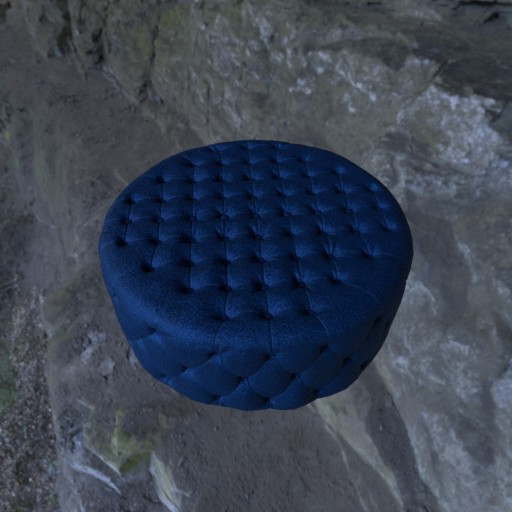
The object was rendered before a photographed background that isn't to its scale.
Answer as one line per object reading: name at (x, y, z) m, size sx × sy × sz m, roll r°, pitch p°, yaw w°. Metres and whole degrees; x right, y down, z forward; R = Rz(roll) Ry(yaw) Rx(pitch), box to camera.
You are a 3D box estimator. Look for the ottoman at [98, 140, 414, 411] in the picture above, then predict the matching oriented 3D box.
ottoman at (0.000, 0.000, 1.513) m, size 0.998 × 0.398 × 0.998 m, roll 0°, pitch 44°, yaw 0°
